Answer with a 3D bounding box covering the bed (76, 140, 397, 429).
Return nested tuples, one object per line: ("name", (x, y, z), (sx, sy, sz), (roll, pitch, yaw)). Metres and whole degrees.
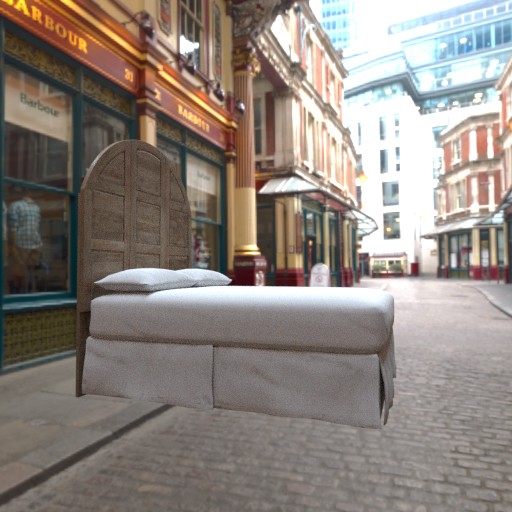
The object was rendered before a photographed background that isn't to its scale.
("bed", (0.000, 0.000, 3.546), (2.112, 2.002, 1.713), (-1, -2, 19))
